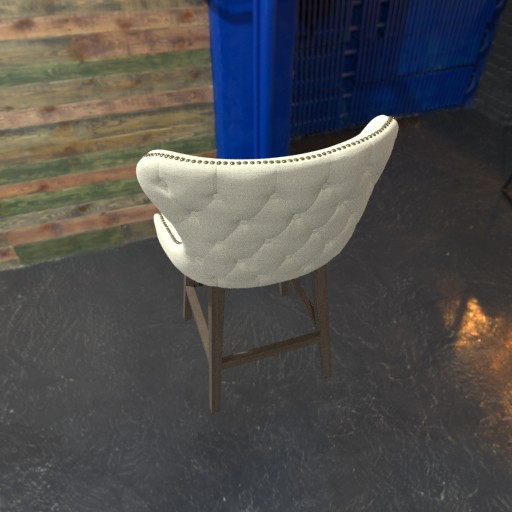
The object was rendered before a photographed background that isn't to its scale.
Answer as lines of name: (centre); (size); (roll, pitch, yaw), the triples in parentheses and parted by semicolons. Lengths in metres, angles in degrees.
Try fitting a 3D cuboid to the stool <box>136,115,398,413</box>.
stool: (0.000, 0.000, 1.371); (0.615, 0.972, 0.597); (-13, 43, -14)
